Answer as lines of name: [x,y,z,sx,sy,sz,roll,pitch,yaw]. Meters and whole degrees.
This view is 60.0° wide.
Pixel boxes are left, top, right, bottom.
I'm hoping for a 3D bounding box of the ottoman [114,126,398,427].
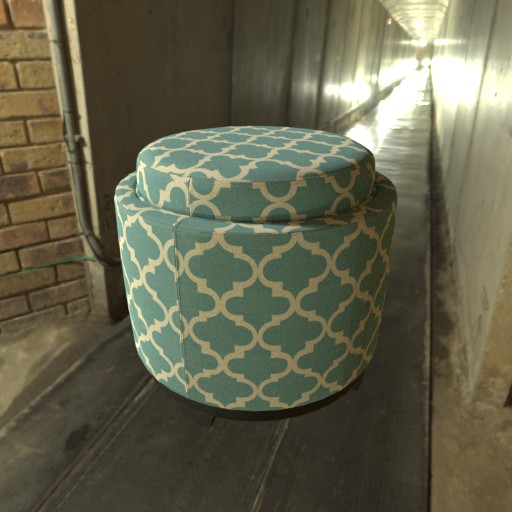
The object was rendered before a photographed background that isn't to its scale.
ottoman: [0.000,0.000,0.830,0.480,0.429,0.480,0,26,0]
